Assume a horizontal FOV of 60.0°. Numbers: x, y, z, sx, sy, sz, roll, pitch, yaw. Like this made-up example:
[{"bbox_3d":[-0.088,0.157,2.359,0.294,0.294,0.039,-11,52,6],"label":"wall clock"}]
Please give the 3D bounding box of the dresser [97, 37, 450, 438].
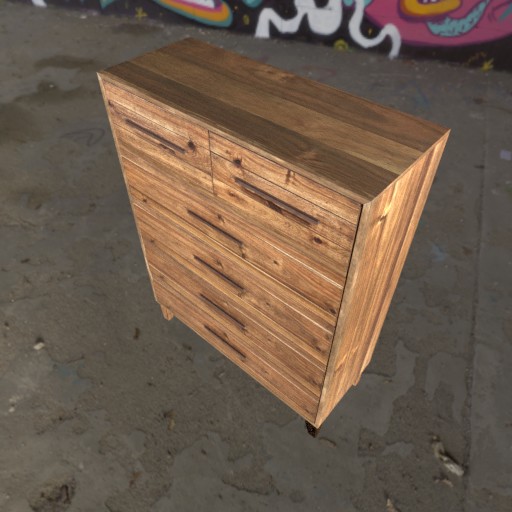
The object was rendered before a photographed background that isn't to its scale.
[{"bbox_3d":[0.000,0.000,1.864,1.062,1.393,0.442,32,54,27],"label":"dresser"}]
